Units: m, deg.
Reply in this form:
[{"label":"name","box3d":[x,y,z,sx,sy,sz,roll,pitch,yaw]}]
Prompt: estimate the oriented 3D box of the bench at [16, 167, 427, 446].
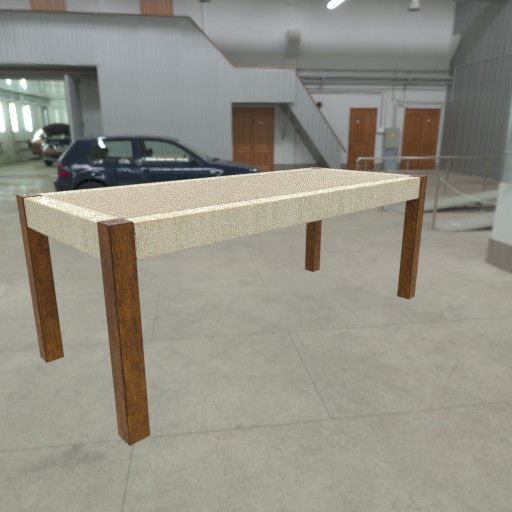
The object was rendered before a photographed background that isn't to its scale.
[{"label":"bench","box3d":[0.000,0.000,1.408,1.198,0.457,0.507,-15,22,-42]}]
